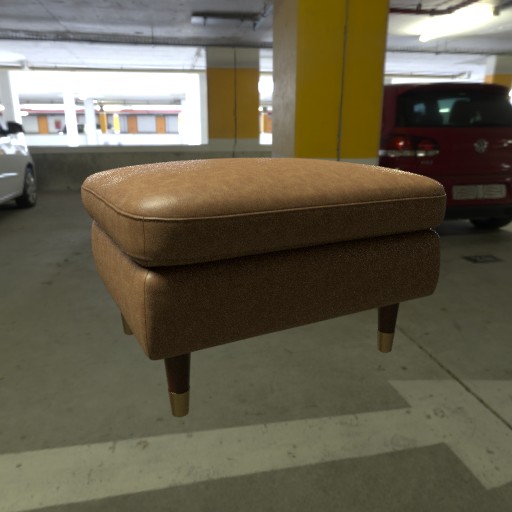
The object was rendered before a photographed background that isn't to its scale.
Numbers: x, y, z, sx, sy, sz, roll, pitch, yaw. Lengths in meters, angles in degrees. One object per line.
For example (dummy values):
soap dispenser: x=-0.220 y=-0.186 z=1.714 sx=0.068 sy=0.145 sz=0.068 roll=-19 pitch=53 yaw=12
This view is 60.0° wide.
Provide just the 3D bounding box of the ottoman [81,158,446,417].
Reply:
ottoman: x=0.000 y=0.000 z=1.124 sx=0.747 sy=0.478 sz=0.593 roll=-9 pitch=18 yaw=-27
